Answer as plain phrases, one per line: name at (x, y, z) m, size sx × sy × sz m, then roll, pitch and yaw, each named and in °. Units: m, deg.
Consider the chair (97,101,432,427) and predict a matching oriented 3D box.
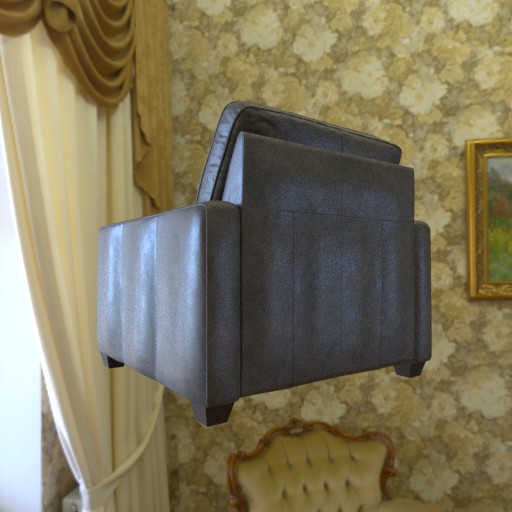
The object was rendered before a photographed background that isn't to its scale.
chair at (0.000, 0.000, 1.775) m, size 1.006 × 0.916 × 0.939 m, roll 1°, pitch -2°, yaw -36°
